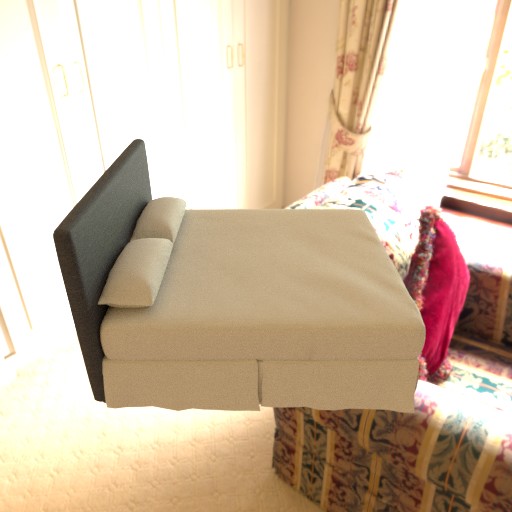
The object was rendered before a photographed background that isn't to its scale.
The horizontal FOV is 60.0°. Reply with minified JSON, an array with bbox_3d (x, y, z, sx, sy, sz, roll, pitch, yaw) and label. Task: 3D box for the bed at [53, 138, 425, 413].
[{"bbox_3d":[0.000,0.000,3.368,2.142,1.330,1.884,0,30,0],"label":"bed"}]
